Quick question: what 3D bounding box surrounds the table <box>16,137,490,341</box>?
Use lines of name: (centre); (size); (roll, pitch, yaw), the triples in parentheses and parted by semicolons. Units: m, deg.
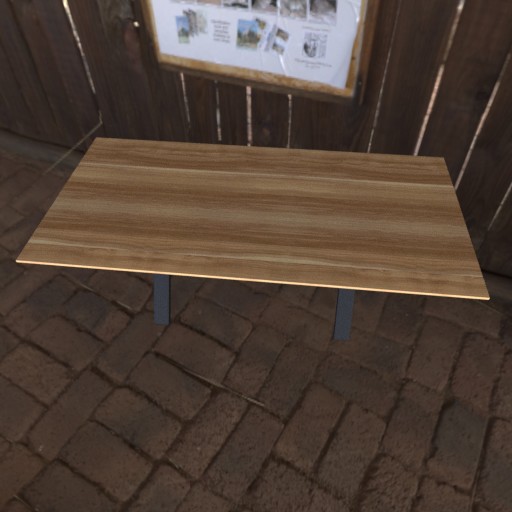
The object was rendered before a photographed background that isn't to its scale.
table: (0.000, 0.000, 2.480); (2.000, 0.770, 1.000); (4, 47, 4)
